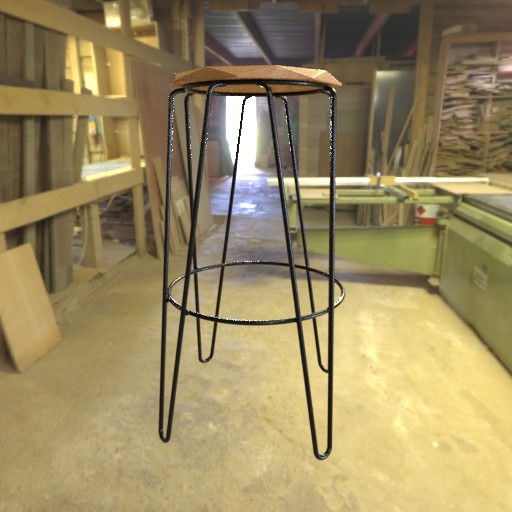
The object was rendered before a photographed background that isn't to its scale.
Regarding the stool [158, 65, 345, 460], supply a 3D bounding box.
[{"bbox_3d":[0.000,0.000,0.805,0.326,0.610,0.326,3,16,9],"label":"stool"}]
